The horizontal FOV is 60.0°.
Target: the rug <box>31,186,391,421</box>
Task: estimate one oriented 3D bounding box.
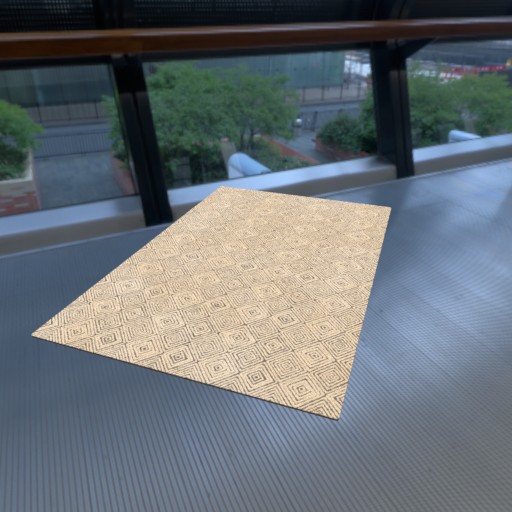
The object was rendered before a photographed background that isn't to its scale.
[{"bbox_3d":[0.000,0.000,2.244,1.175,0.008,1.783,10,30,17],"label":"rug"}]
